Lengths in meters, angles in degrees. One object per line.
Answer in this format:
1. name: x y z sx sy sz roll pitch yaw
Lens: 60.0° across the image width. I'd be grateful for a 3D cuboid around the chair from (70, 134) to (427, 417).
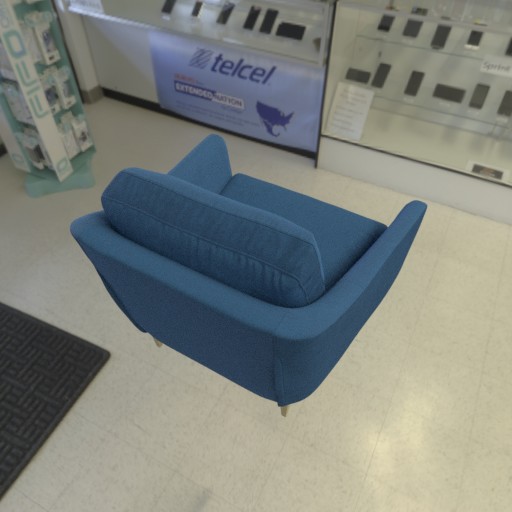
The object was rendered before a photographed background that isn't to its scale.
1. chair: 0.000 0.000 1.677 0.987 0.899 0.961 23 51 20
